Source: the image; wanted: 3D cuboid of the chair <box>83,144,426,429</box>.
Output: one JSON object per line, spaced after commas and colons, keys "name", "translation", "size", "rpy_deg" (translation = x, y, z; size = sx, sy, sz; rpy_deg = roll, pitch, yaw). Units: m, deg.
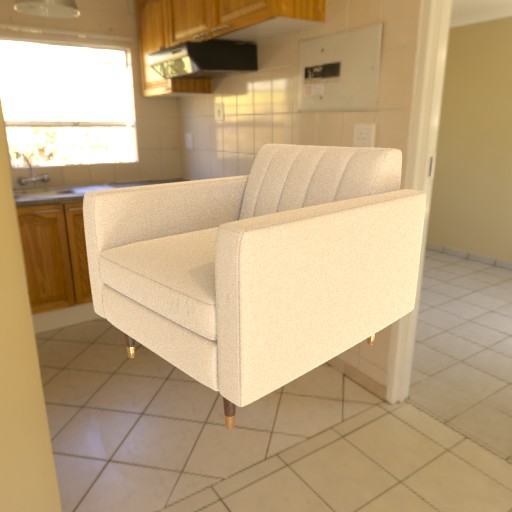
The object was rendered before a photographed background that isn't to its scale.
{"name": "chair", "translation": [0.000, 0.000, 1.744], "size": [0.998, 0.819, 0.953], "rpy_deg": [-15, 22, -42]}
